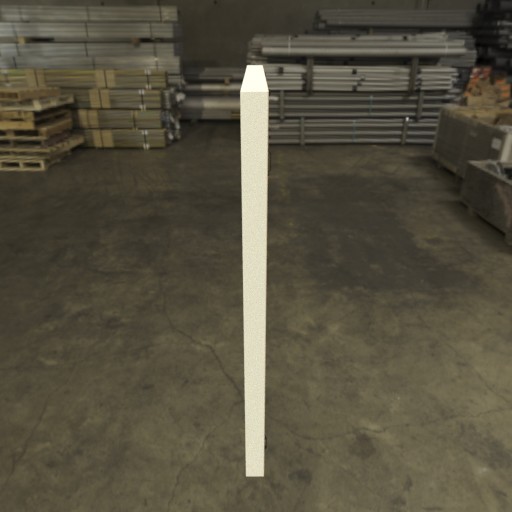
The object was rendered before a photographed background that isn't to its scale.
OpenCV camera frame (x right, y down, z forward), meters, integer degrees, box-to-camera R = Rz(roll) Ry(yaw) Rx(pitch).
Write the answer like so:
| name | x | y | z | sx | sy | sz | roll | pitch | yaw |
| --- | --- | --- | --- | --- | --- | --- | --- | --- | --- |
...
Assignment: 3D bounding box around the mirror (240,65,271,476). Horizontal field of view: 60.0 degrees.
| name | x | y | z | sx | sy | sz | roll | pitch | yaw |
| --- | --- | --- | --- | --- | --- | --- | --- | --- | --- |
| mirror | 0.000 | 0.000 | 0.934 | 0.040 | 0.710 | 0.507 | 0 | 27 | 0 |
